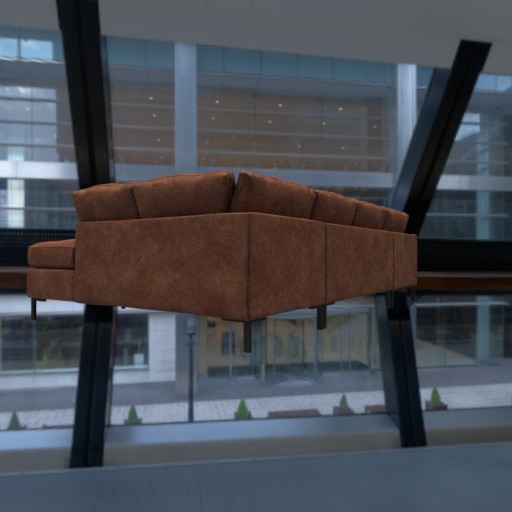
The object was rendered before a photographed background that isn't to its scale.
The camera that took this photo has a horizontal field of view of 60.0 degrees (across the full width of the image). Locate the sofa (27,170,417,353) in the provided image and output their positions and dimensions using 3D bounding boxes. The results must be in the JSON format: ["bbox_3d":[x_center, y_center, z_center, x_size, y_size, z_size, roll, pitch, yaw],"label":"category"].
[{"bbox_3d":[0.000,0.000,3.798,1.939,0.900,2.956,0,0,34],"label":"sofa"}]
